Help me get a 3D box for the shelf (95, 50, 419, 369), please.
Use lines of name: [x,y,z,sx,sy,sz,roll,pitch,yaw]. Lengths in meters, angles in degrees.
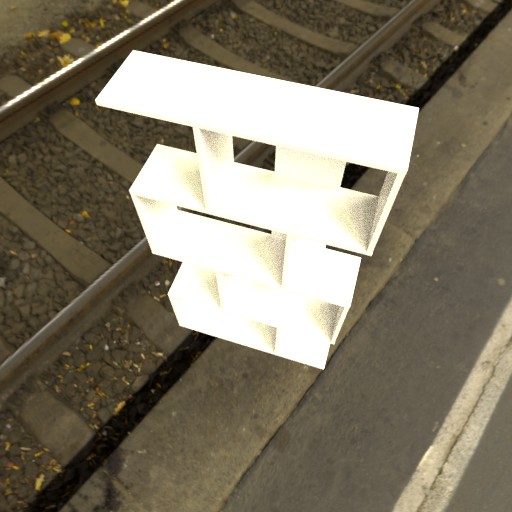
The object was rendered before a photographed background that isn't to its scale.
shelf: [0.000,0.000,1.965,0.890,1.650,0.250,15,60,9]
